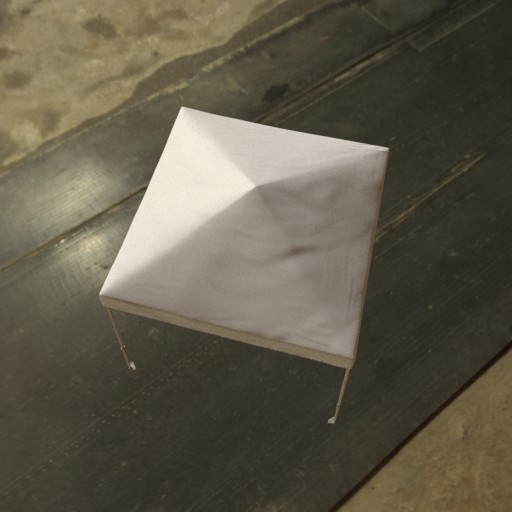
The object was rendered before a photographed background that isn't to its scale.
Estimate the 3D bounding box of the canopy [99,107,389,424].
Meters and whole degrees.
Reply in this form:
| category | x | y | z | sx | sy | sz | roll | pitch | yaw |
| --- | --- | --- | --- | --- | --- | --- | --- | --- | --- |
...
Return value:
| category | x | y | z | sx | sy | sz | roll | pitch | yaw |
| --- | --- | --- | --- | --- | --- | --- | --- | --- | --- |
| canopy | 0.000 | 0.000 | 6.572 | 3.600 | 3.600 | 3.599 | 13 | 65 | 6 |
